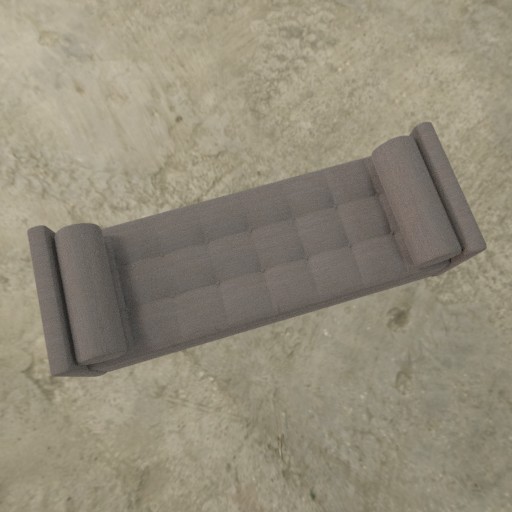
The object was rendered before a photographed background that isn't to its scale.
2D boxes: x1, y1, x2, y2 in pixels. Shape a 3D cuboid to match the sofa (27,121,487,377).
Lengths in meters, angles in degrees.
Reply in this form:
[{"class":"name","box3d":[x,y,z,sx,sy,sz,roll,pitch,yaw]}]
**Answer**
[{"class":"sofa","box3d":[0.000,0.000,2.287,1.981,0.635,0.686,-16,75,-4]}]
